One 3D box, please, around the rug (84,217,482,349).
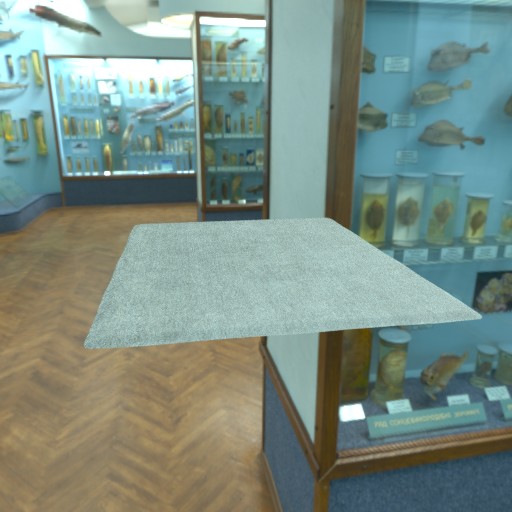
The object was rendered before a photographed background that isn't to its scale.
[{"bbox_3d":[0.000,0.000,3.842,2.332,0.027,2.933,-3,17,-9],"label":"rug"}]
